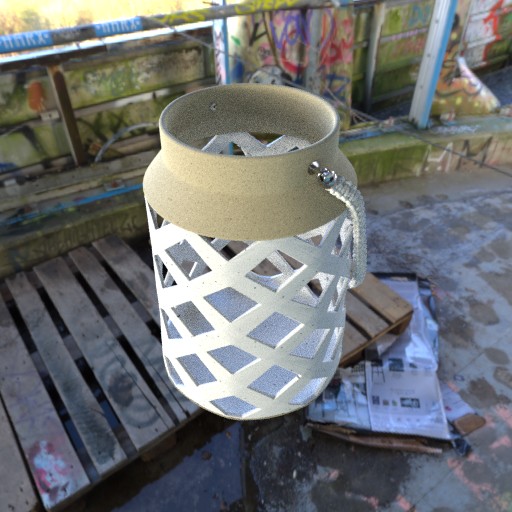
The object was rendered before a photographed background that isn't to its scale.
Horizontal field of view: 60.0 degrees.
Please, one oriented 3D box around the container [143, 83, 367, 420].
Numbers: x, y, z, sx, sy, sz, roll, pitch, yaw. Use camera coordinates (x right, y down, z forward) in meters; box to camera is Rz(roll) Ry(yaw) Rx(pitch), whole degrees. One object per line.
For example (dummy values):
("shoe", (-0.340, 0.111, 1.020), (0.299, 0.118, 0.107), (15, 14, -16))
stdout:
("container", (0.000, 0.000, 0.396), (0.198, 0.264, 0.188), (-25, 47, -26))
